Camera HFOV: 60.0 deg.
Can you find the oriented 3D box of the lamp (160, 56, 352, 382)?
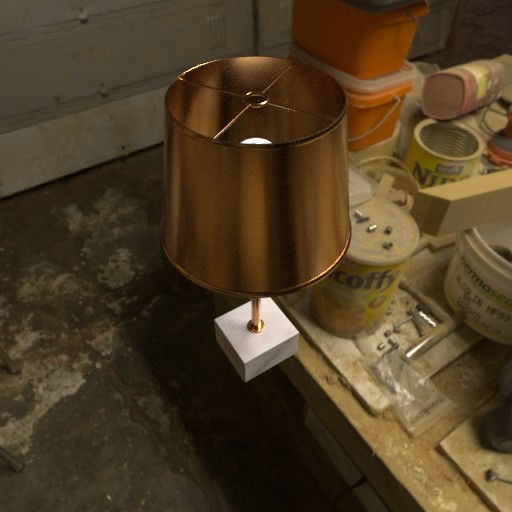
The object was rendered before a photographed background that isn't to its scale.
[{"bbox_3d":[0.000,0.000,0.527,0.208,0.406,0.208,0,47,0],"label":"lamp"}]
